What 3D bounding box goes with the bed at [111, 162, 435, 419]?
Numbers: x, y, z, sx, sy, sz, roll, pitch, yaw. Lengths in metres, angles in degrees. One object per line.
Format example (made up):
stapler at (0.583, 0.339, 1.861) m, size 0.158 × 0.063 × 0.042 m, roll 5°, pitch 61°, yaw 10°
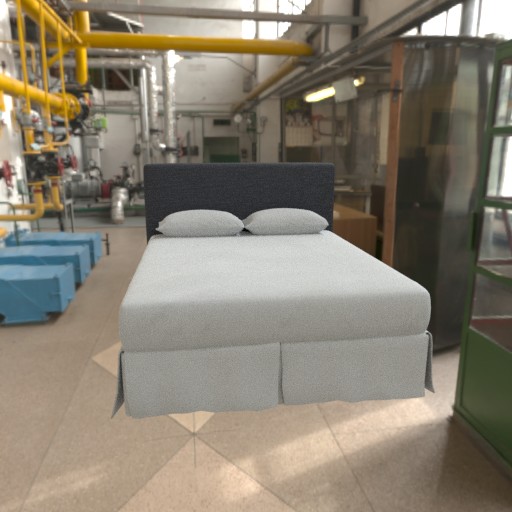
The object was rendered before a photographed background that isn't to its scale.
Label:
bed at (0.000, 0.000, 3.374) m, size 1.884 × 1.330 × 2.142 m, roll -2°, pitch 14°, yaw -8°
